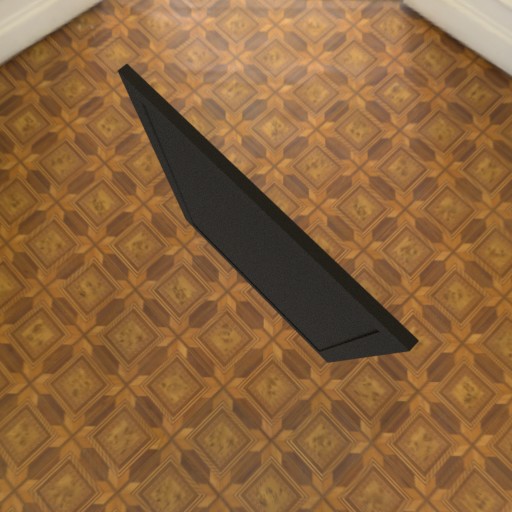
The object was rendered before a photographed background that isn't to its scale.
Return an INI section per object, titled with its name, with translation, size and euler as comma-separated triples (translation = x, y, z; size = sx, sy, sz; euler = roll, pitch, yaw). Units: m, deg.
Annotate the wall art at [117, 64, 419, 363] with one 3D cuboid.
[wall art]
translation = 0.000, 0.000, 0.506
size = 0.010, 0.361, 0.311
euler = -43, 79, -10
